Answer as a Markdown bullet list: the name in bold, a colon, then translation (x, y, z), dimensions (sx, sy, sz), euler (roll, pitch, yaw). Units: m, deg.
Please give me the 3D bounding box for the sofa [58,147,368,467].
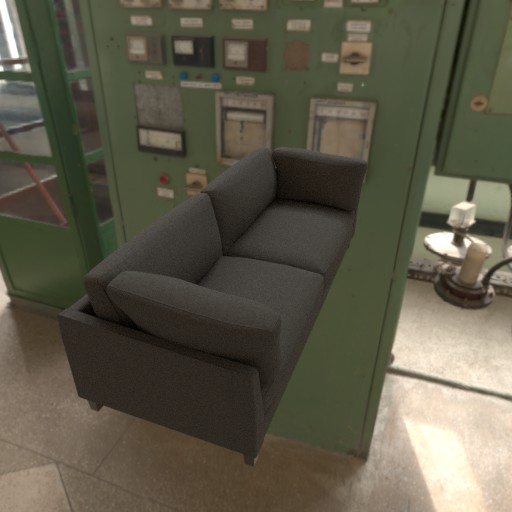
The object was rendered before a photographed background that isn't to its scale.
- **sofa**: translation (0.000, 0.000, 2.756), dimensions (0.969, 0.792, 2.312), euler (11, 31, 18)
